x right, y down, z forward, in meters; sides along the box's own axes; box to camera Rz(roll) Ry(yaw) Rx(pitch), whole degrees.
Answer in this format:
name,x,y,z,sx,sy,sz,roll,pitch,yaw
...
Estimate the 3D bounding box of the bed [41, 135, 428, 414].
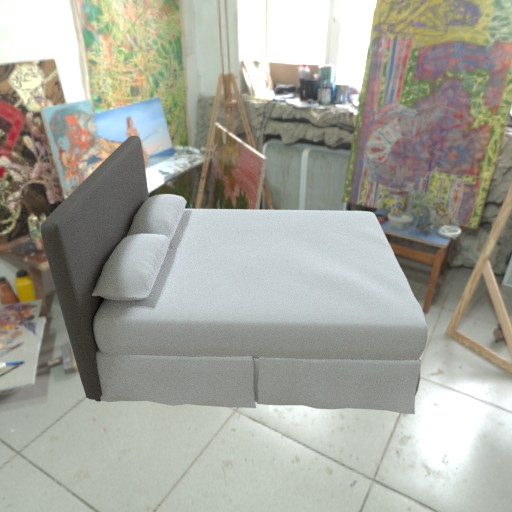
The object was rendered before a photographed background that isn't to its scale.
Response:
name,x,y,z,sx,sy,sz,roll,pitch,yaw
bed,0.000,0.000,3.221,2.142,1.330,1.723,1,30,2
